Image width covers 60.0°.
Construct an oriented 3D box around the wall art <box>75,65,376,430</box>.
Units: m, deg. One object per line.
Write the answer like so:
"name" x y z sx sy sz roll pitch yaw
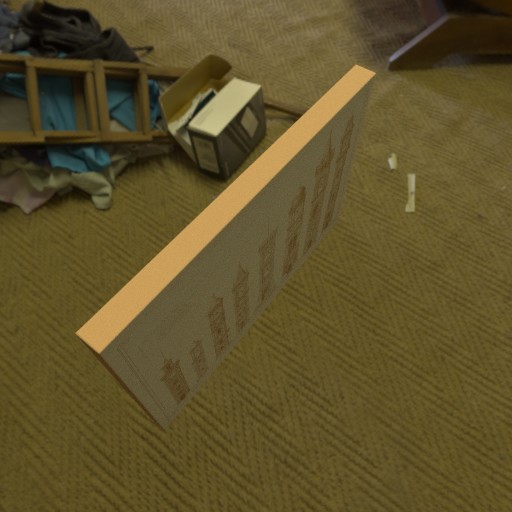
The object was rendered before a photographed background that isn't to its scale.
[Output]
"wall art" 0.000 0.000 0.786 0.039 0.407 0.609 33 63 19
